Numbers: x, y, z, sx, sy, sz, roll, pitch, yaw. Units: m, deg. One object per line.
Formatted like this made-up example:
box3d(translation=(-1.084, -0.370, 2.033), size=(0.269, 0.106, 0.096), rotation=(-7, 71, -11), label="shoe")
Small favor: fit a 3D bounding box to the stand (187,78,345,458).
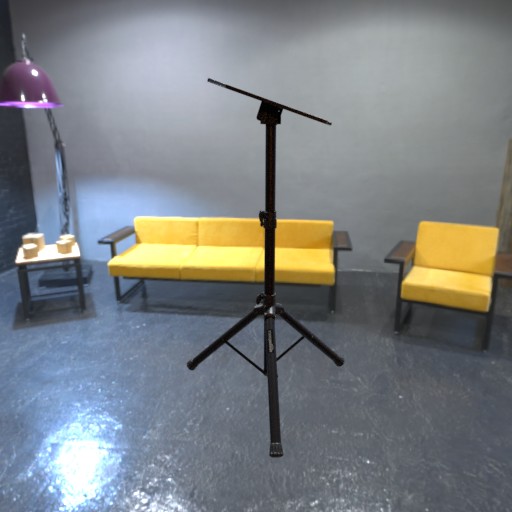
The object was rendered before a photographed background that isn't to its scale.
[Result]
box3d(translation=(0.000, 0.000, 1.641), size=(0.702, 1.198, 0.702), rotation=(3, 16, 11), label="stand")
